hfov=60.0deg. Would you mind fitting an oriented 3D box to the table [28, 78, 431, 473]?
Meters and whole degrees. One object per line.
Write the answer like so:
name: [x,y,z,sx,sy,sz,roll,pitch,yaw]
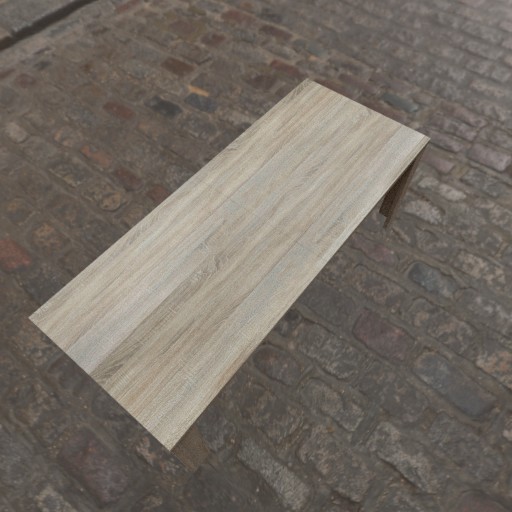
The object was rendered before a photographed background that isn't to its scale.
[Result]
table: [0.000,0.000,2.661,0.900,0.790,2.200,34,64,19]
